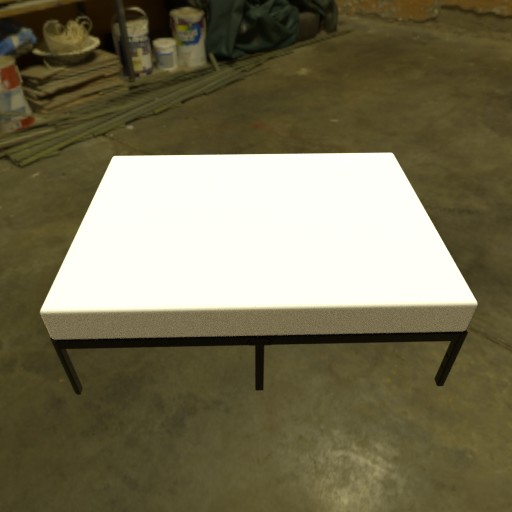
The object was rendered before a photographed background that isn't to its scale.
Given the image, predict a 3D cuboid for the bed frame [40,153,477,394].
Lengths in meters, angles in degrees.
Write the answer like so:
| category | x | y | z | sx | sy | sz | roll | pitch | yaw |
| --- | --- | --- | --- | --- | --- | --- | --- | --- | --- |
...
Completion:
| category | x | y | z | sx | sy | sz | roll | pitch | yaw |
| --- | --- | --- | --- | --- | --- | --- | --- | --- | --- |
| bed frame | 0.000 | 0.000 | 2.838 | 2.072 | 0.659 | 1.557 | -1 | 40 | -1 |
